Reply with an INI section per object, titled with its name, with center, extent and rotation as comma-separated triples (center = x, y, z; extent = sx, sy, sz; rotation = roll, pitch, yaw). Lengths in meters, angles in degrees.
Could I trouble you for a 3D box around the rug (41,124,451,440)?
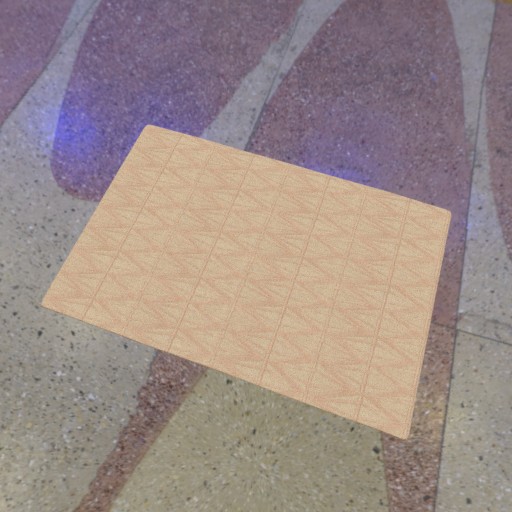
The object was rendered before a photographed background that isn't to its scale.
[rug]
center = 0.000, 0.000, 2.993
extent = 2.390, 0.015, 1.609
rotation = 18, 66, 8
